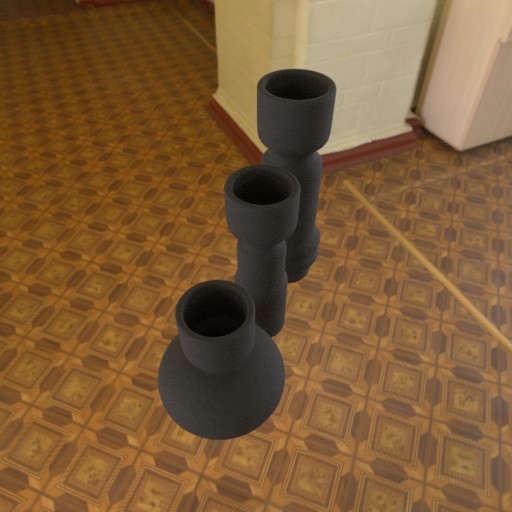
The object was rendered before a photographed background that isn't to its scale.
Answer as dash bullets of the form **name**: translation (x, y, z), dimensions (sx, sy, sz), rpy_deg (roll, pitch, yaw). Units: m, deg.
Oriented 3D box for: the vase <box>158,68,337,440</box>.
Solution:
- **vase**: translation (0.000, 0.000, 0.432), dimensions (0.120, 0.249, 0.307), rpy_deg (15, 47, 14)
